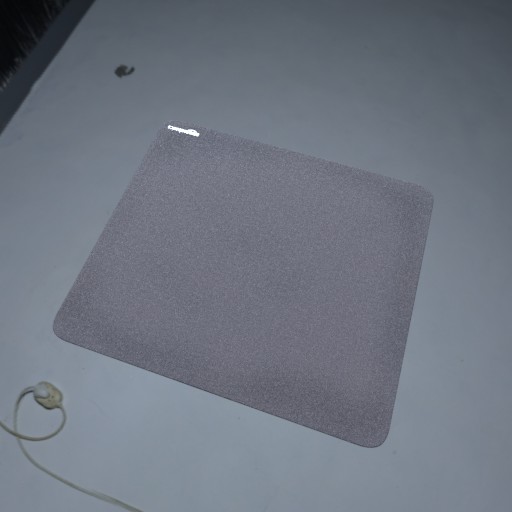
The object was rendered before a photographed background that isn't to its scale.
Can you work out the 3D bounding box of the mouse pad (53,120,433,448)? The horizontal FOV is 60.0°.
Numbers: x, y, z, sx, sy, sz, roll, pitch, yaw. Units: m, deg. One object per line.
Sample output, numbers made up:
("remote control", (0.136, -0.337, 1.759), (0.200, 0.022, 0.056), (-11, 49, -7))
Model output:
("mouse pad", (0.000, 0.000, 0.631), (0.451, 0.002, 0.393), (17, 66, 8))
